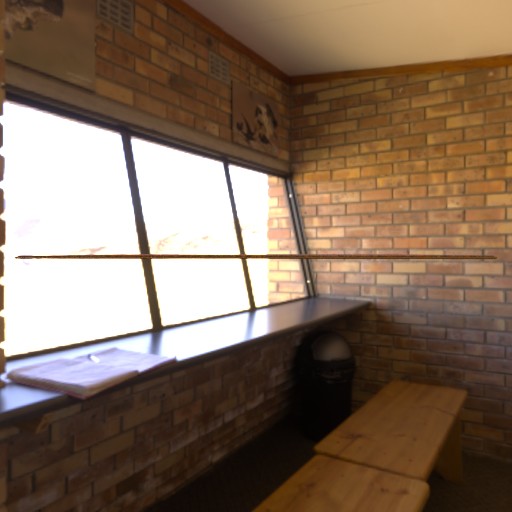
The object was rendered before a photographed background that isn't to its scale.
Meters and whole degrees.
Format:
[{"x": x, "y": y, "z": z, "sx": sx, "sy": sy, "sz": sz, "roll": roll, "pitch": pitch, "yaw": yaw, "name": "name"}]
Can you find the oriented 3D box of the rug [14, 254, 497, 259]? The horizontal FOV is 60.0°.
[{"x": 0.000, "y": 0.000, "z": 2.180, "sx": 1.758, "sy": 0.013, "sz": 1.148, "roll": 0, "pitch": 0, "yaw": 1, "name": "rug"}]
